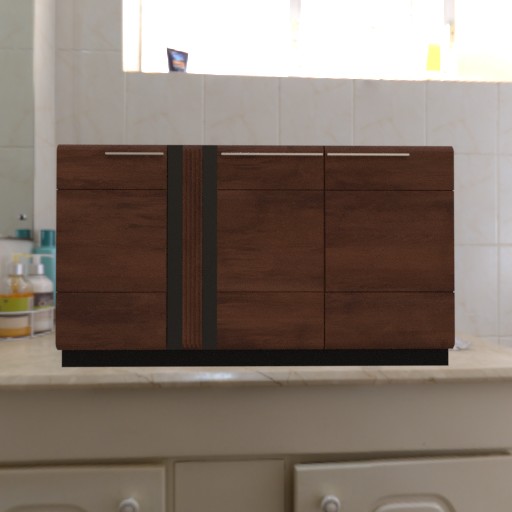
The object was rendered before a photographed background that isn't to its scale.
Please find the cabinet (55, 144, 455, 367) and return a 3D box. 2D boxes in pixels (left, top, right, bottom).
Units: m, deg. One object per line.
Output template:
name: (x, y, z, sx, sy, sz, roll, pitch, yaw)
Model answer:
cabinet: (0.000, 0.000, 1.964, 1.600, 0.900, 0.420, 0, -1, -1)
